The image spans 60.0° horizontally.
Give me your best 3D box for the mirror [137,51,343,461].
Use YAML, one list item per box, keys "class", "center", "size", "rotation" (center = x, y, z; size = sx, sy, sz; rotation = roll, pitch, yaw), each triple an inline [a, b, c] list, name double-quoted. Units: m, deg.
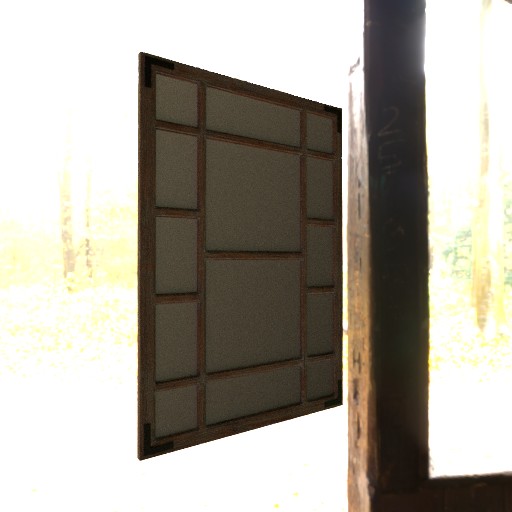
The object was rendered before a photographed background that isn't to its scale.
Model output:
- class: "mirror"
  center: [0.000, 0.000, 1.286]
  size: [0.705, 0.996, 0.025]
  rotation: [0, -1, -36]
